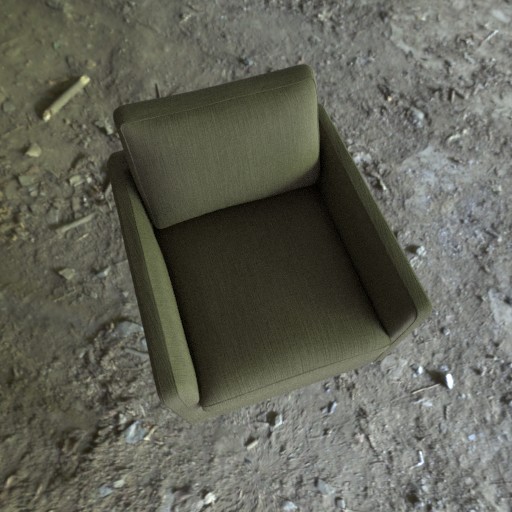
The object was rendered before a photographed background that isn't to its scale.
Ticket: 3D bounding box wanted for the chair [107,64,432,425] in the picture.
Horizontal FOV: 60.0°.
[{"bbox_3d":[0.000,0.000,1.460,0.763,0.811,0.834,-16,65,-8],"label":"chair"}]
